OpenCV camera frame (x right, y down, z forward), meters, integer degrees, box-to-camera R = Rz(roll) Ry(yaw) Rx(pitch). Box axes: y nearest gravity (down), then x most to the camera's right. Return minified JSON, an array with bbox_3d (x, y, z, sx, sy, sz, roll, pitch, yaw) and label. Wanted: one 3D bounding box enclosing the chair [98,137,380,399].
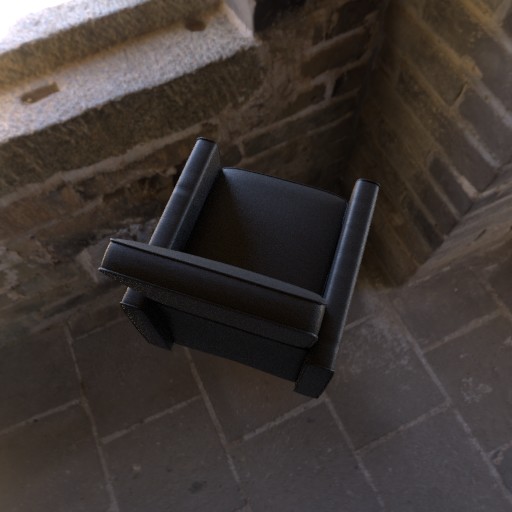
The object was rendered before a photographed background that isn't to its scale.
[{"bbox_3d":[0.000,0.000,1.532,0.705,1.013,0.746,16,64,8],"label":"chair"}]
